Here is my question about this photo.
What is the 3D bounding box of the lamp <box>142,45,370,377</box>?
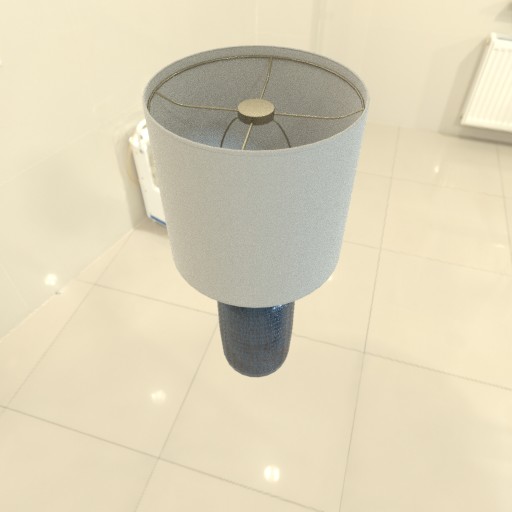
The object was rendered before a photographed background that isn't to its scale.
[{"bbox_3d":[0.000,0.000,0.607,0.220,0.475,0.220,18,49,16],"label":"lamp"}]
